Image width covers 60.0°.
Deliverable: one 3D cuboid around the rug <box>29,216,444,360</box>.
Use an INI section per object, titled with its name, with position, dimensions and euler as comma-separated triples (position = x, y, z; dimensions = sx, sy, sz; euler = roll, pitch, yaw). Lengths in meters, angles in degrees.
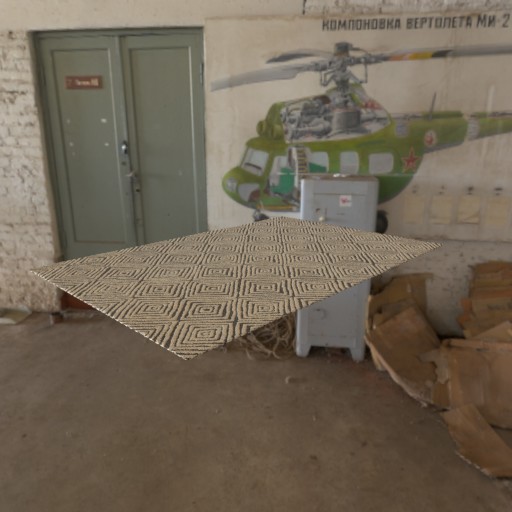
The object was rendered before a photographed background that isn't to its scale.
[rug]
position = 0.000, 0.000, 2.213
dimensions = 1.177, 0.004, 1.750
euler = 15, 22, 42
